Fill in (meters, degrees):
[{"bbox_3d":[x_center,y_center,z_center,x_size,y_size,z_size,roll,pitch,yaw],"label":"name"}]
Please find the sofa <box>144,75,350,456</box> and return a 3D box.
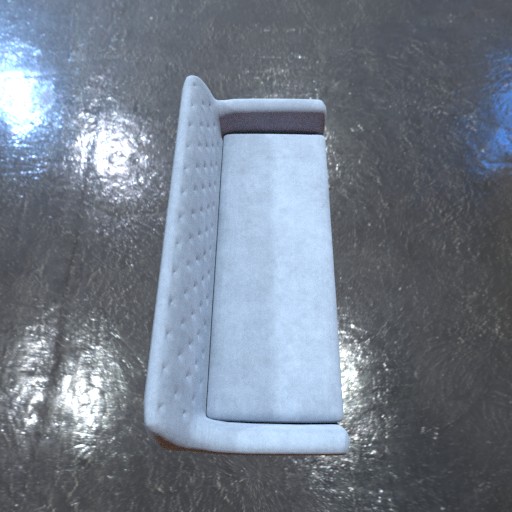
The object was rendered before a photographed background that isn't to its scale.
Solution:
[{"bbox_3d":[0.000,0.000,2.388,0.830,0.830,1.970,1,64,0],"label":"sofa"}]
